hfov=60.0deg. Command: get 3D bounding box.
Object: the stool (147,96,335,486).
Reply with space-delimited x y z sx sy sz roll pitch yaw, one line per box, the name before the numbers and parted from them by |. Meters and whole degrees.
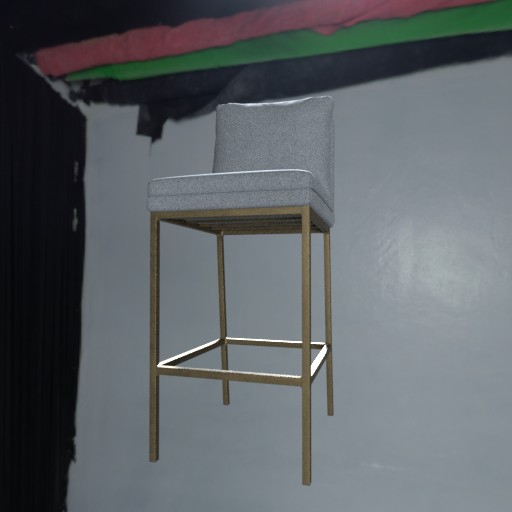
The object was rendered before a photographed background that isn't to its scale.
stool | 0.000 0.000 1.410 0.463 1.130 0.569 0 -1 17
